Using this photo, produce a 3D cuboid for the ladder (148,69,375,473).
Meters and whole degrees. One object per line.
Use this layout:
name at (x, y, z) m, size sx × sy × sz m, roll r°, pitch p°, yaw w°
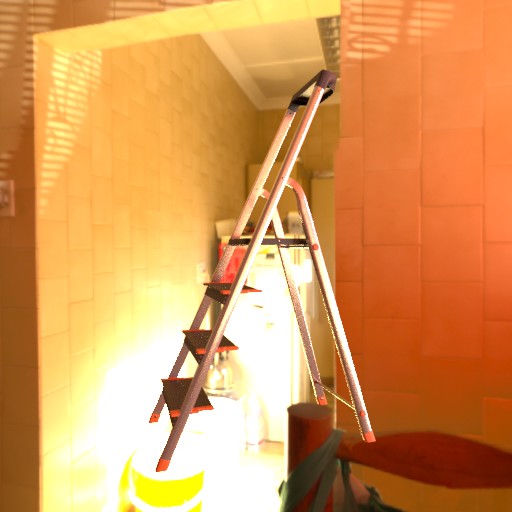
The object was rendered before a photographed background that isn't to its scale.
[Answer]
ladder at (0.000, 0.000, 1.792) m, size 0.834 × 1.429 × 0.452 m, roll 0°, pitch 1°, yaw -17°
